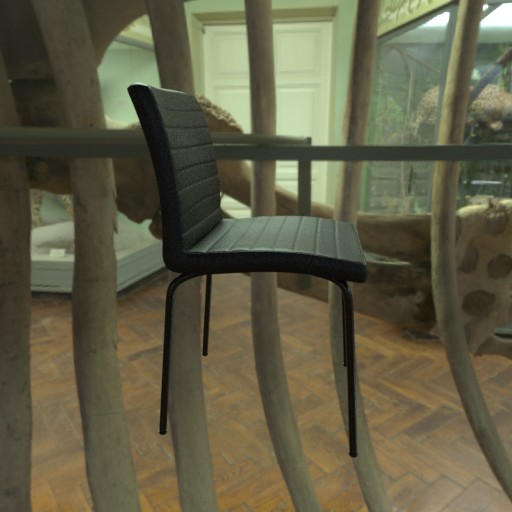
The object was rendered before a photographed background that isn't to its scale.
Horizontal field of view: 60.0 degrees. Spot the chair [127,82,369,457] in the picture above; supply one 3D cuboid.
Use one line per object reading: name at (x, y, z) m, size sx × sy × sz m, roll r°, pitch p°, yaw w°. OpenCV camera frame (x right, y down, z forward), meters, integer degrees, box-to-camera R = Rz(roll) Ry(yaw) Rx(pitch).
chair at (0.000, 0.000, 1.210) m, size 0.572 × 0.872 × 0.450 m, roll 3°, pitch 16°, yaw 9°
